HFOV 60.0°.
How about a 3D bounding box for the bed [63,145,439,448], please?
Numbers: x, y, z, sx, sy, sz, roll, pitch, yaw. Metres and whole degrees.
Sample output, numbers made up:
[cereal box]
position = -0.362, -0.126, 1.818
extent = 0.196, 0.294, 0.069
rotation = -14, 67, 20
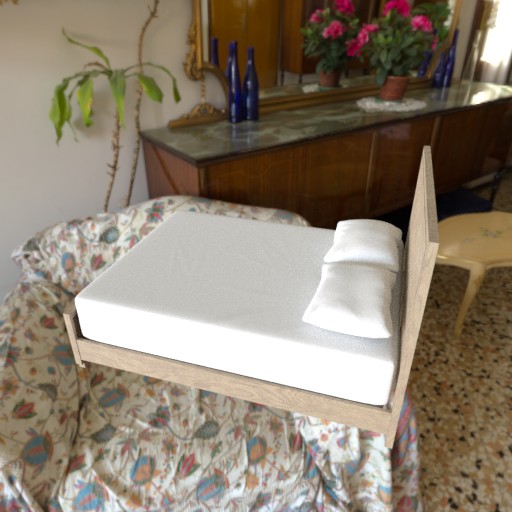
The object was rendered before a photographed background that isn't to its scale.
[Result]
[bed]
position = 0.000, 0.000, 3.227
extent = 2.189, 1.369, 1.606
rotation = 9, 31, 15
